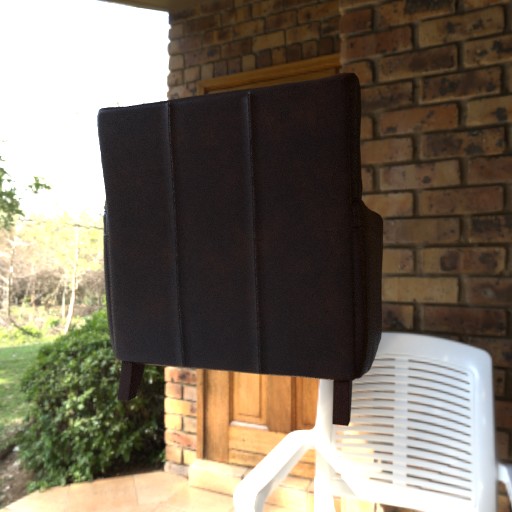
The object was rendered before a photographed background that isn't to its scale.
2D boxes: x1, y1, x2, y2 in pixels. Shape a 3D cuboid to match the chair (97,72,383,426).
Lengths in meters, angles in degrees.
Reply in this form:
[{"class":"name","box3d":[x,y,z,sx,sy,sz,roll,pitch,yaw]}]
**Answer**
[{"class":"chair","box3d":[0.000,0.000,1.631,0.870,0.943,0.823,-1,-2,19]}]
